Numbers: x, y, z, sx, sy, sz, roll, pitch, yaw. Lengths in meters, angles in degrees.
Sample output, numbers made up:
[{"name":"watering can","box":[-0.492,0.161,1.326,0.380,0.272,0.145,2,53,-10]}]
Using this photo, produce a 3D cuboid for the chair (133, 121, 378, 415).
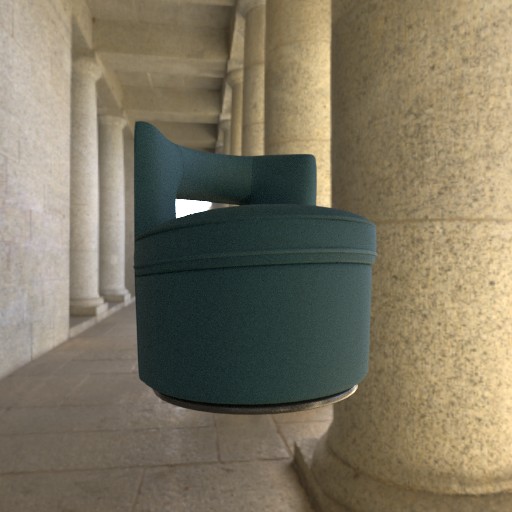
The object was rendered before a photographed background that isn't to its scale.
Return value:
[{"name":"chair","box":[0.000,0.000,1.261,0.684,0.711,0.660,0,-1,-37]}]
